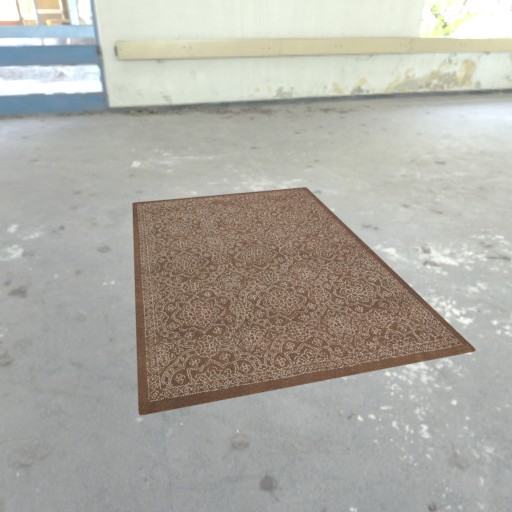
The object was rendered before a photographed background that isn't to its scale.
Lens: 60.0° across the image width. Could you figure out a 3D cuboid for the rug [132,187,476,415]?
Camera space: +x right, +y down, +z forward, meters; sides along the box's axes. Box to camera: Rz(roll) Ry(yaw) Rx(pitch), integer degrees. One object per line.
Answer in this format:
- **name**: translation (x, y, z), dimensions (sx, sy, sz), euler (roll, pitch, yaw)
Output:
- **rug**: translation (0.000, 0.000, 2.284), dimensions (1.219, 0.010, 1.829), euler (-7, 29, -13)
